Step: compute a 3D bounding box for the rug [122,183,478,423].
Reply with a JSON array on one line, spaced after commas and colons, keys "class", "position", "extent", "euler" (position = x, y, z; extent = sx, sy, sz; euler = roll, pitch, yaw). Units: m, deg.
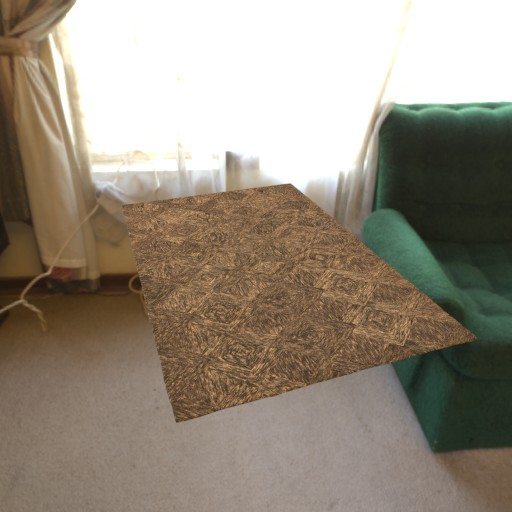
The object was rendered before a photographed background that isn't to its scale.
[{"class": "rug", "position": [0.000, 0.000, 2.285], "extent": [1.189, 0.011, 1.808], "euler": [-10, 31, -17]}]
